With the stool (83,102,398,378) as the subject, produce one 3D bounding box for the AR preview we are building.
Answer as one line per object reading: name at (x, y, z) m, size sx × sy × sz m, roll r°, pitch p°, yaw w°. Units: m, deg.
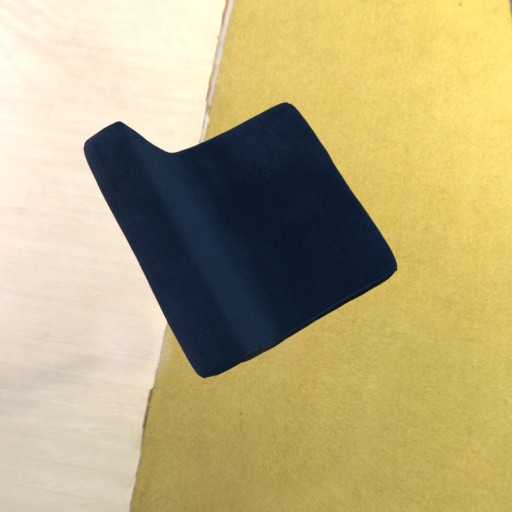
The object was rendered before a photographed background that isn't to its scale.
stool at (0.000, 0.000, 1.300) m, size 0.500 × 1.037 × 0.511 m, roll -29°, pitch 78°, yaw -7°
